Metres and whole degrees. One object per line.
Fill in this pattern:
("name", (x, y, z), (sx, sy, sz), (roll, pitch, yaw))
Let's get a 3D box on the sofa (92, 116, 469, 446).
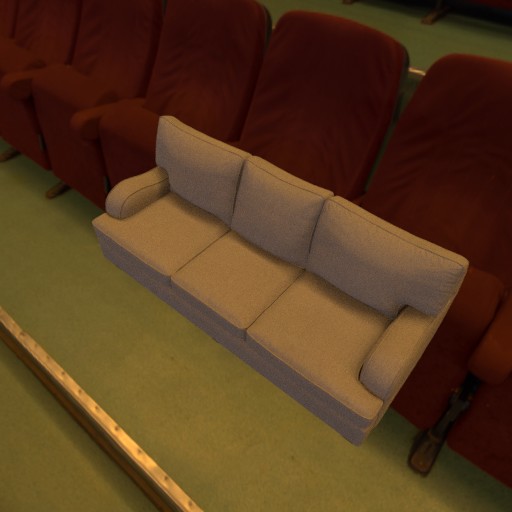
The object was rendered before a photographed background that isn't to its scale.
("sofa", (0.000, 0.000, 2.929), (2.323, 0.991, 1.016), (31, 54, 26))
